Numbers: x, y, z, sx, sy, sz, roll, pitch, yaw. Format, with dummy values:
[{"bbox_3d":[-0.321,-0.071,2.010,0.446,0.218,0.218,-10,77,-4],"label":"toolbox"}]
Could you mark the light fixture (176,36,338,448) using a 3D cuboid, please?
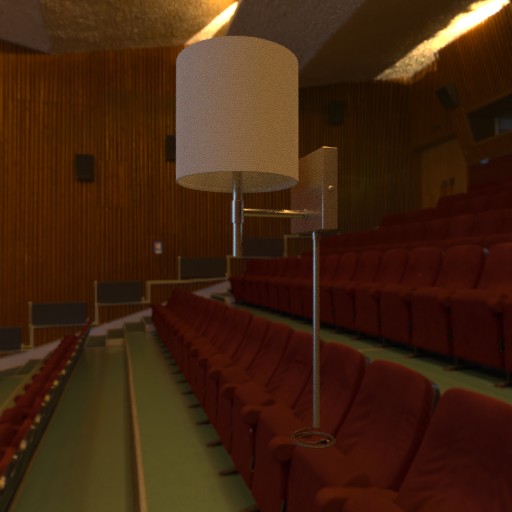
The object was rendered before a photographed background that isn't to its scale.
[{"bbox_3d":[0.000,0.000,0.695,0.248,0.589,0.188,0,-1,-18],"label":"light fixture"}]
